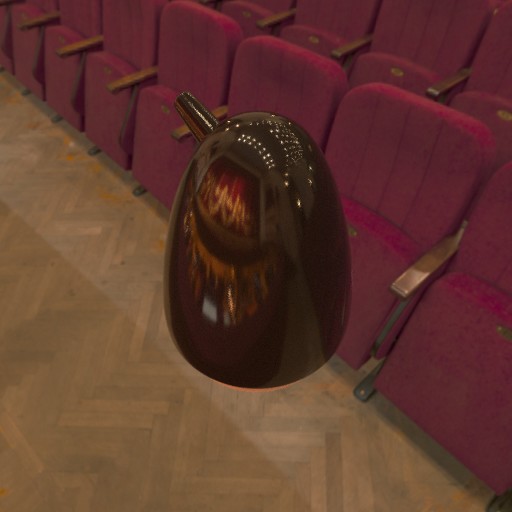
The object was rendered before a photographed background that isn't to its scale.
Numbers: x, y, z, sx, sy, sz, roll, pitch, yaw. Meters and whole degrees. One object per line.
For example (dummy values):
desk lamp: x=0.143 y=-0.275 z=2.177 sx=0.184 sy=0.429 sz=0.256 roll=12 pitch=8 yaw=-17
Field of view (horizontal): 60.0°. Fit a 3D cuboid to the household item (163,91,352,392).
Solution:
household item: x=0.000 y=0.000 z=0.222 sx=0.102 sy=0.152 sz=0.104 roll=-33 pitch=55 yaw=-27
